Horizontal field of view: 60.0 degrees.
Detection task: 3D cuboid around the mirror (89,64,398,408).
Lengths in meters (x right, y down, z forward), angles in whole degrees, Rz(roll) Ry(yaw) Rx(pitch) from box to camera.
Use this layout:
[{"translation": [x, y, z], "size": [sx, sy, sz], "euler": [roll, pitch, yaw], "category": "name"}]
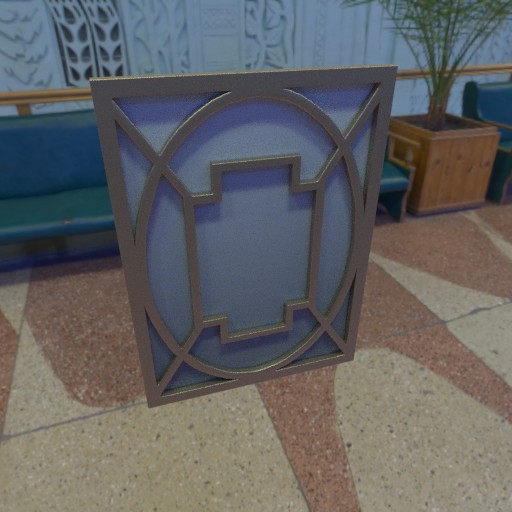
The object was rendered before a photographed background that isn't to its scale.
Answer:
[{"translation": [0.000, 0.000, 1.316], "size": [0.756, 1.023, 0.032], "euler": [-9, 32, -15], "category": "mirror"}]
